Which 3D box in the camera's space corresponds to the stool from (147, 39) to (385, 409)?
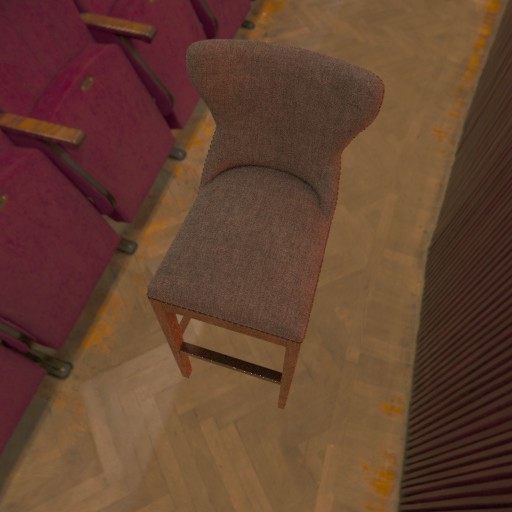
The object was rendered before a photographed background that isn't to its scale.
[{"bbox_3d":[0.000,0.000,1.411,0.494,1.123,0.606,15,60,9],"label":"stool"}]
